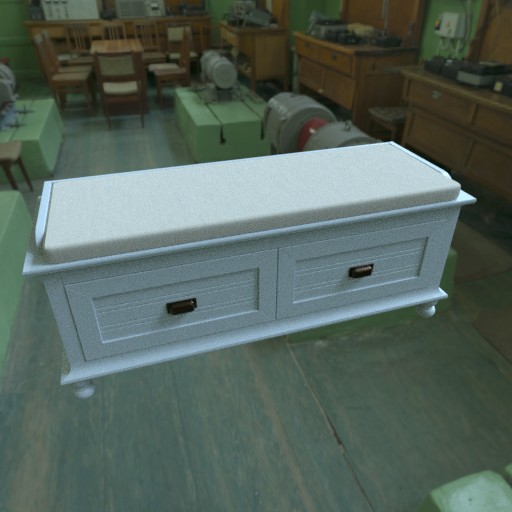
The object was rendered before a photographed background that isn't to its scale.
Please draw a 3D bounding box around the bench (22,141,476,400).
[{"bbox_3d":[0.000,0.000,1.367,1.185,0.486,0.402,-10,34,-15],"label":"bench"}]
